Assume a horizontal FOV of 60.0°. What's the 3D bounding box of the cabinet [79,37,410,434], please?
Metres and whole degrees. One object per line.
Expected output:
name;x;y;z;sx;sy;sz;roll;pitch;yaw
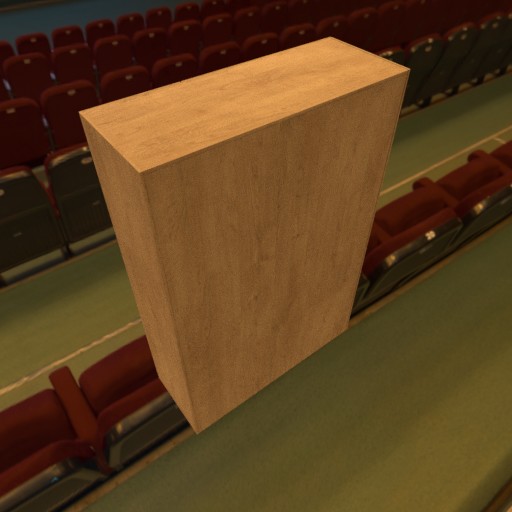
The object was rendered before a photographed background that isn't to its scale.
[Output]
cabinet;0.000;0.000;2.459;1.290;1.910;0.510;-28;51;-25
